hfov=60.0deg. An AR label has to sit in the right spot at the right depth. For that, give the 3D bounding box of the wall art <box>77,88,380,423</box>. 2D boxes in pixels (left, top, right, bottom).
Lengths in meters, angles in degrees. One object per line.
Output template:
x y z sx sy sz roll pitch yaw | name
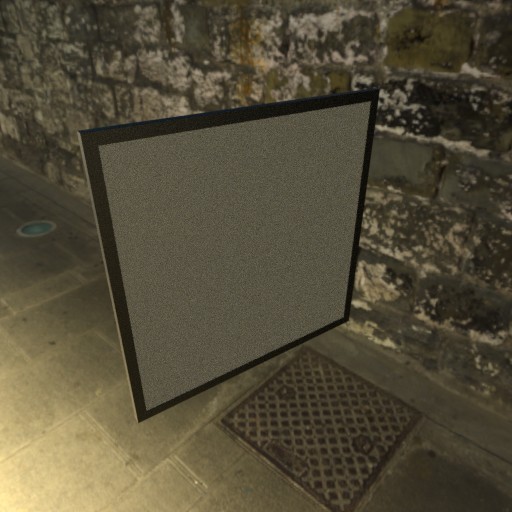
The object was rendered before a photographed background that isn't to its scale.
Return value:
0.000 0.000 1.234 0.807 0.807 0.022 -19 35 -29 | wall art
